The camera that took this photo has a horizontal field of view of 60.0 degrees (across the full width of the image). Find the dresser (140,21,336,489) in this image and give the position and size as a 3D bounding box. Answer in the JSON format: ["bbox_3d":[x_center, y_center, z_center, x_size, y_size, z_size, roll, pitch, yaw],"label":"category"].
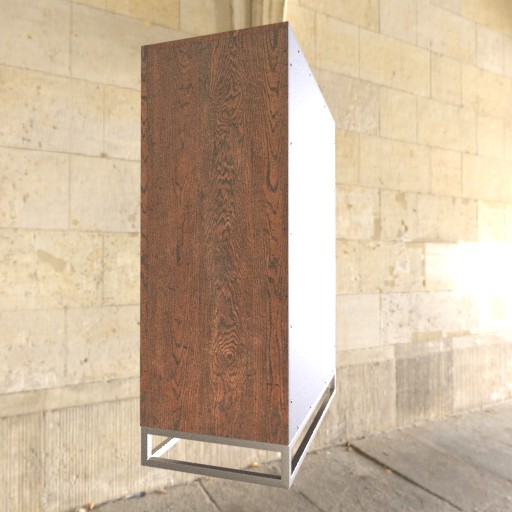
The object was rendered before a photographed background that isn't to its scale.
[{"bbox_3d":[0.000,0.000,1.784,0.508,1.321,0.965,0,-1,18],"label":"dresser"}]
